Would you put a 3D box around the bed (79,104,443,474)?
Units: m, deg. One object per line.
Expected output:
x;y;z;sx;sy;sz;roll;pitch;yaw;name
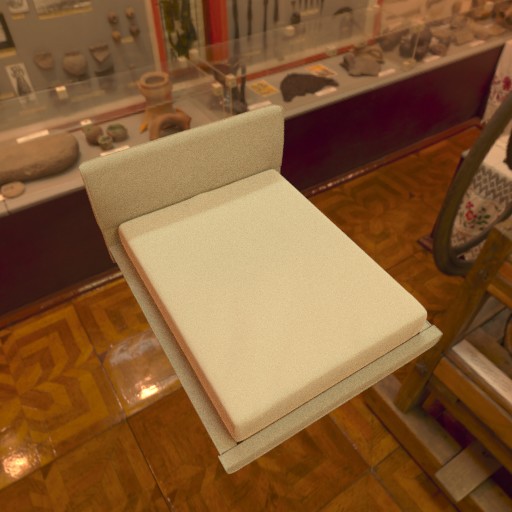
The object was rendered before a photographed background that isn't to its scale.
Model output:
0.000;0.000;3.670;1.980;1.126;2.498;-24;51;-21;bed
